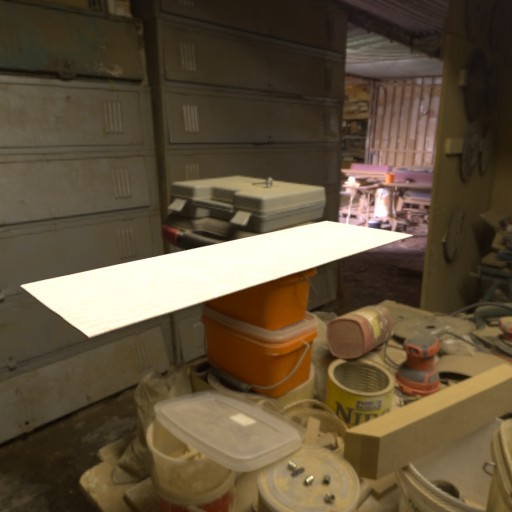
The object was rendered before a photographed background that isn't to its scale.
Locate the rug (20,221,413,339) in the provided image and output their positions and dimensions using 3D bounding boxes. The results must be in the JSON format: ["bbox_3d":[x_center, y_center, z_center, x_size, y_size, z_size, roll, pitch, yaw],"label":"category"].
[{"bbox_3d":[0.000,0.000,2.696,2.450,0.014,0.793,-14,21,-42],"label":"rug"}]
